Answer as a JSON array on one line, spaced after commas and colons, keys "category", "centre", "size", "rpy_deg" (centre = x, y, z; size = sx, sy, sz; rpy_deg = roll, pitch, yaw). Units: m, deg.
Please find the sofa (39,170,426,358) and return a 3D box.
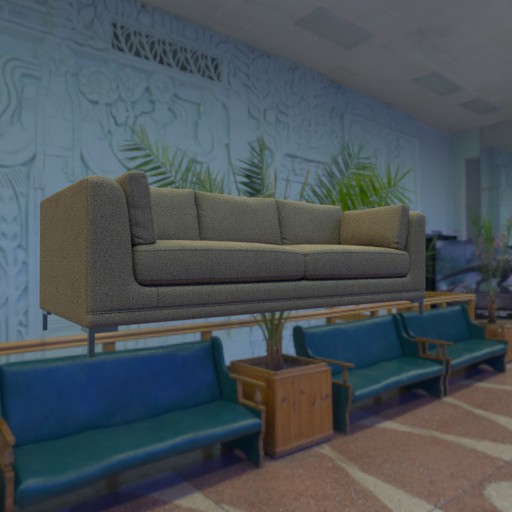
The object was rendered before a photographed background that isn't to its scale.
[{"category": "sofa", "centre": [0.000, 0.000, 2.902], "size": [2.415, 0.867, 0.969], "rpy_deg": [0, -1, -37]}]
